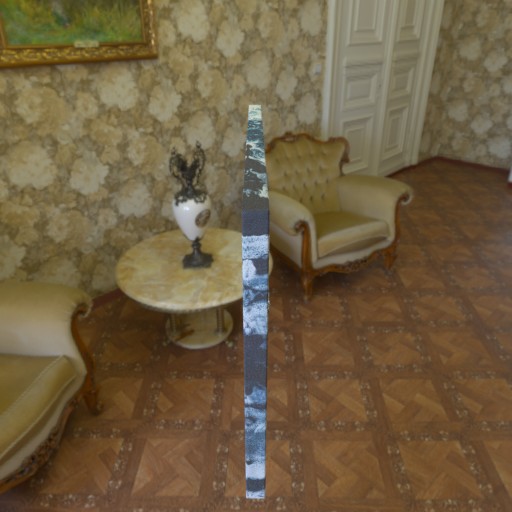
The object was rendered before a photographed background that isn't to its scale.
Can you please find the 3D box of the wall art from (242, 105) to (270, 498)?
[{"bbox_3d":[0.000,0.000,1.142,0.042,0.610,0.915,0,27,0],"label":"wall art"}]
